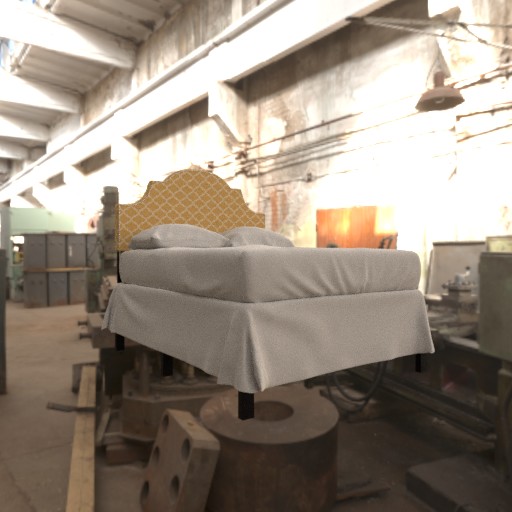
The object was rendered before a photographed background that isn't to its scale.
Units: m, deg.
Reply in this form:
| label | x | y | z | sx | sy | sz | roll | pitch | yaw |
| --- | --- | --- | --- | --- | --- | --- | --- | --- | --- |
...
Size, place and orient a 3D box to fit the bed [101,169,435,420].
| label | x | y | z | sx | sy | sz | roll | pitch | yaw |
| --- | --- | --- | --- | --- | --- | --- | --- | --- | --- |
| bed | 0.000 | 0.000 | 3.490 | 1.780 | 1.633 | 2.222 | 0 | 1 | -36 |
